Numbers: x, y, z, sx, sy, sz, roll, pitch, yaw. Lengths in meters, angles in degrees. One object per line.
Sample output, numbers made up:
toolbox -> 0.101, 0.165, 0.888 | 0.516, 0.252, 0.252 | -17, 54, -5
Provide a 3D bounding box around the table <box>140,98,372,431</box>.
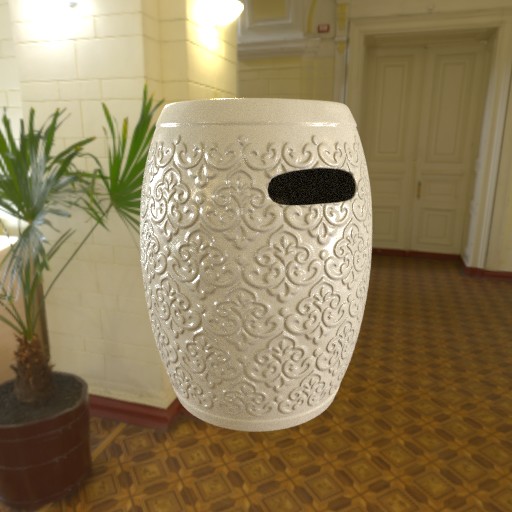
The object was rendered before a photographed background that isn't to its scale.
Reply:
table -> 0.000, 0.000, 0.615 | 0.309, 0.397, 0.309 | 0, 15, 0
